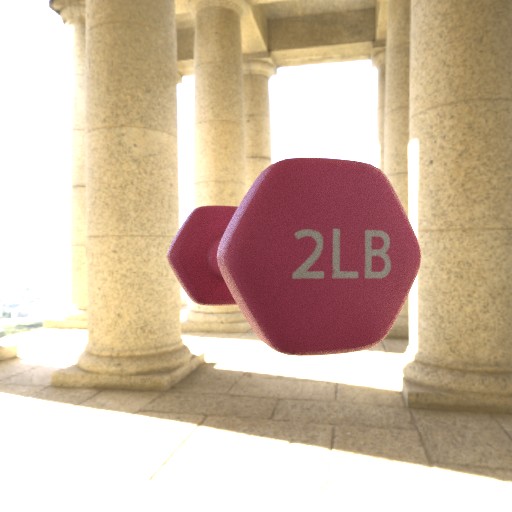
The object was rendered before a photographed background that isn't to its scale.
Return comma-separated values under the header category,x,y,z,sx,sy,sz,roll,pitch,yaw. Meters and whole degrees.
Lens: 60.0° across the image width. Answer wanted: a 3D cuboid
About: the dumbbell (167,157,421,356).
category,x,y,z,sx,sy,sz,roll,pitch,yaw
dumbbell,0.000,0.000,0.179,0.058,0.053,0.146,0,0,-17
